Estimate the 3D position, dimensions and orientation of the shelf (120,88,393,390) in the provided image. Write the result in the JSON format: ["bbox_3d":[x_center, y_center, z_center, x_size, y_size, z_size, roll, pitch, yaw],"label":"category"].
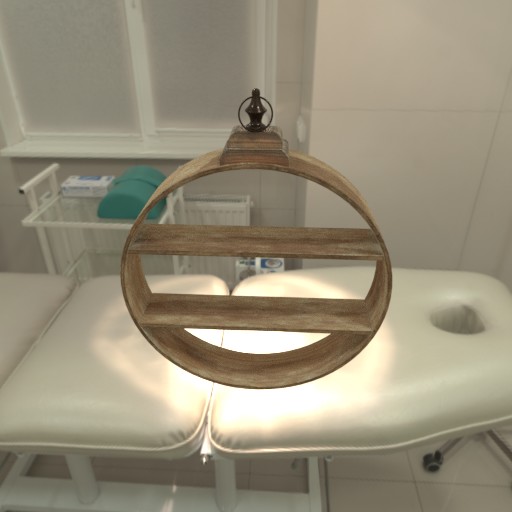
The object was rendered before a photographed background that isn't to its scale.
[{"bbox_3d":[0.000,0.000,1.010,0.601,0.725,0.125,2,30,3],"label":"shelf"}]
